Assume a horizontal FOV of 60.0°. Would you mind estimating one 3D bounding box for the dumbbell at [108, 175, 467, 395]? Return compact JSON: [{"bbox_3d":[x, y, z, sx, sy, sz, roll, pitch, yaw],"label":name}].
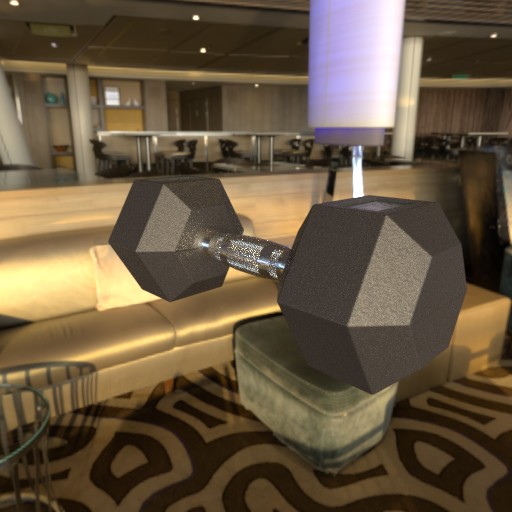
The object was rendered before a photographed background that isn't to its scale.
[{"bbox_3d":[0.000,0.000,0.372,0.129,0.113,0.315,-15,21,-43],"label":"dumbbell"}]
